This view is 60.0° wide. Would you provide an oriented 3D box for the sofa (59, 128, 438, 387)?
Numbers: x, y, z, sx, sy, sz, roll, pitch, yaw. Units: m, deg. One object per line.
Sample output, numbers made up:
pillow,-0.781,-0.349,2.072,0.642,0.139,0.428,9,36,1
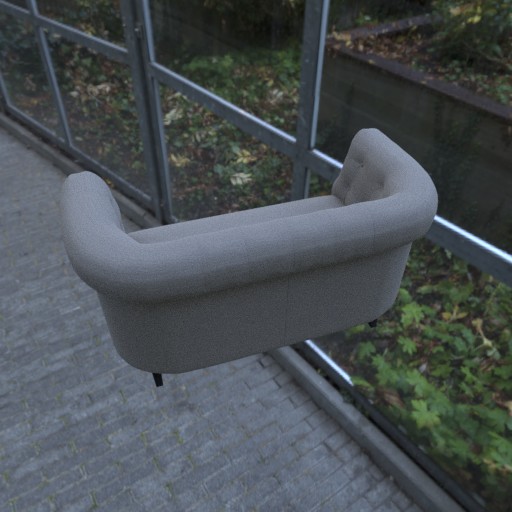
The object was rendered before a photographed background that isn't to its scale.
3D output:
sofa,0.000,0.000,2.065,1.558,0.827,0.835,-12,42,-14
